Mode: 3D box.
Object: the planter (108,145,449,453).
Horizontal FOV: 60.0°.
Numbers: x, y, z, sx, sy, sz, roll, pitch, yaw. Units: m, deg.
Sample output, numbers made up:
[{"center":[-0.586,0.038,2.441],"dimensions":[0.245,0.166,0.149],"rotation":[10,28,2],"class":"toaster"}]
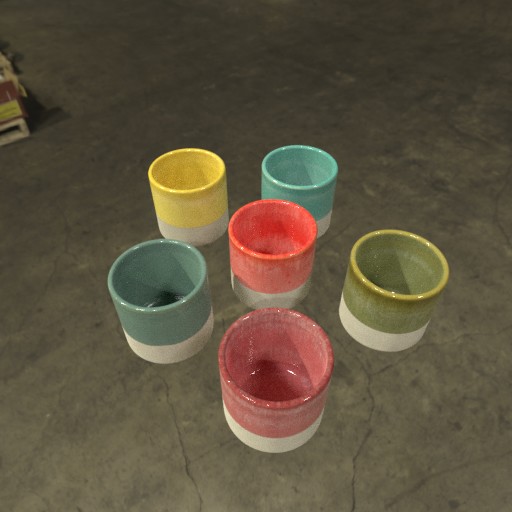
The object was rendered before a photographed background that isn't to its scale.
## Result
[{"center":[0.000,0.000,0.400],"dimensions":[0.257,0.075,0.286],"rotation":[-33,54,-28],"class":"planter"}]
